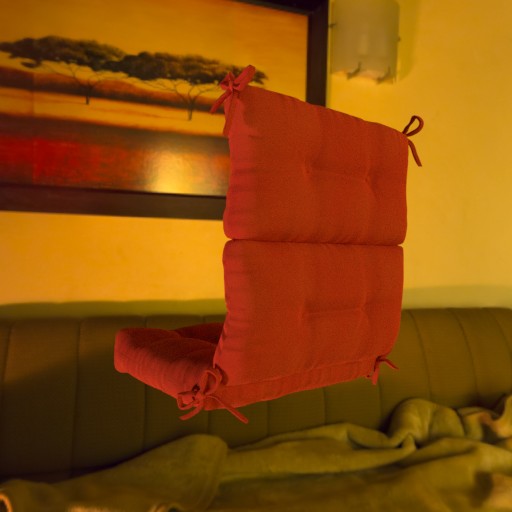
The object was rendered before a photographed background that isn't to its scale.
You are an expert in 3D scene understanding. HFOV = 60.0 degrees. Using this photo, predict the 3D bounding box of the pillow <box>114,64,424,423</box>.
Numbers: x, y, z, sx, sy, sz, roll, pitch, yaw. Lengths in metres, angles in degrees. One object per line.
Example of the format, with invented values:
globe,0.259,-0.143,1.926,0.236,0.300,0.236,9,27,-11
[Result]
pillow,0.000,0.000,1.017,0.519,0.605,0.571,1,-1,-38
